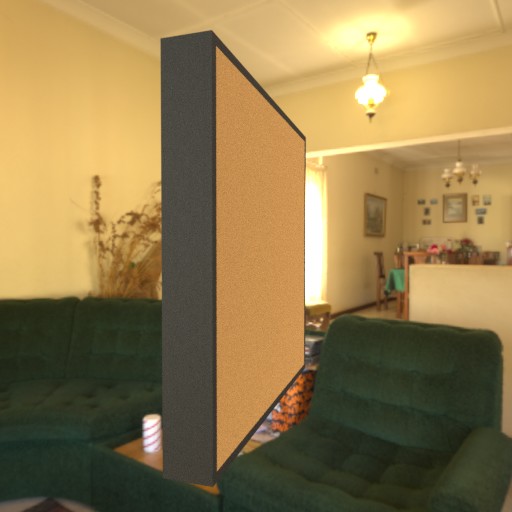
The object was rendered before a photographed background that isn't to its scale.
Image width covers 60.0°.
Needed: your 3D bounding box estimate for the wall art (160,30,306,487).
[{"bbox_3d":[0.000,0.000,0.445,0.038,0.304,0.304,0,1,18],"label":"wall art"}]
